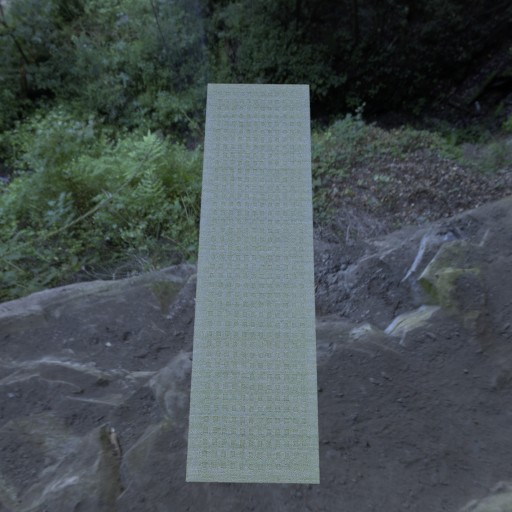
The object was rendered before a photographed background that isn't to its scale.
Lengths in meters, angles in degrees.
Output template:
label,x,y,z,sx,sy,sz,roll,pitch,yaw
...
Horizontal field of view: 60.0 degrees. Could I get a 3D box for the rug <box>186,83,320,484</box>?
label,x,y,z,sx,sy,sz,roll,pitch,yaw
rug,0.000,0.000,2.639,0.686,0.006,2.437,1,73,0
